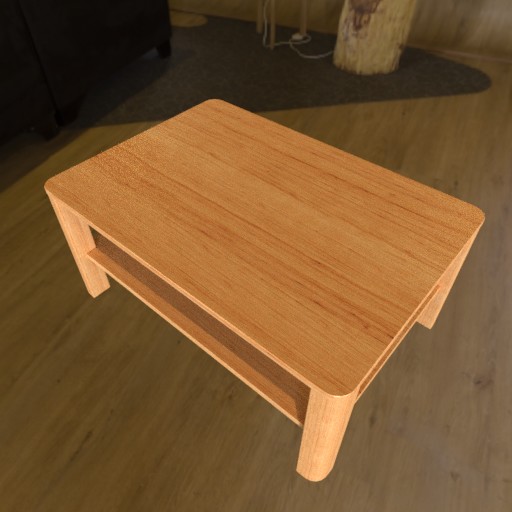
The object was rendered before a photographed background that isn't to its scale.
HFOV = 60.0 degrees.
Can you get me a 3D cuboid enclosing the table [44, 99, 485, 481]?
[{"bbox_3d":[0.000,0.000,1.345,0.997,0.445,0.696,31,53,27],"label":"table"}]
